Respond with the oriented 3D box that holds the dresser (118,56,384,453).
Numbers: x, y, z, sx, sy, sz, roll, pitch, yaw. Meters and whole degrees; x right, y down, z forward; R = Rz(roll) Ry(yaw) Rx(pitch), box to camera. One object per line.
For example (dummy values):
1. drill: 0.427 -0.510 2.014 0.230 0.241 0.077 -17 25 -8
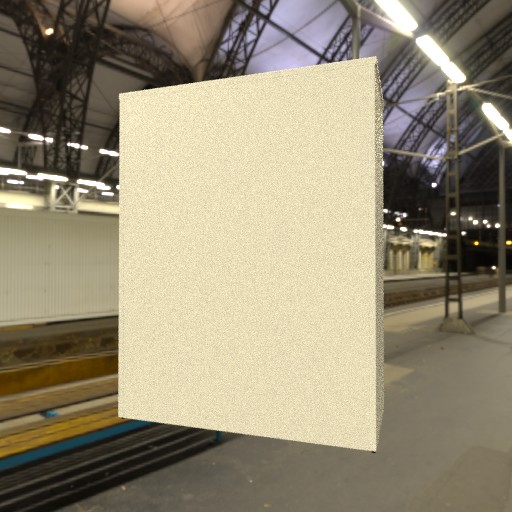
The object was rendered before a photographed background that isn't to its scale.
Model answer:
1. dresser: 0.000 0.000 1.466 0.800 1.040 0.380 0 -1 19
